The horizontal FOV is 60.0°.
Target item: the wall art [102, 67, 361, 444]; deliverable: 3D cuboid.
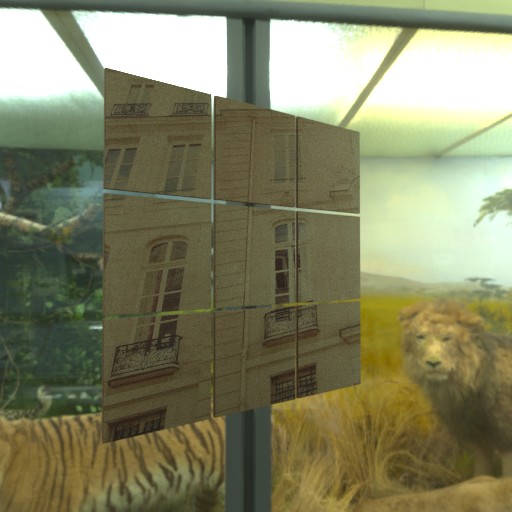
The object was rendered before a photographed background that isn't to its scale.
[{"bbox_3d":[0.000,0.000,1.797,1.221,1.218,0.024,1,-1,-36],"label":"wall art"}]
